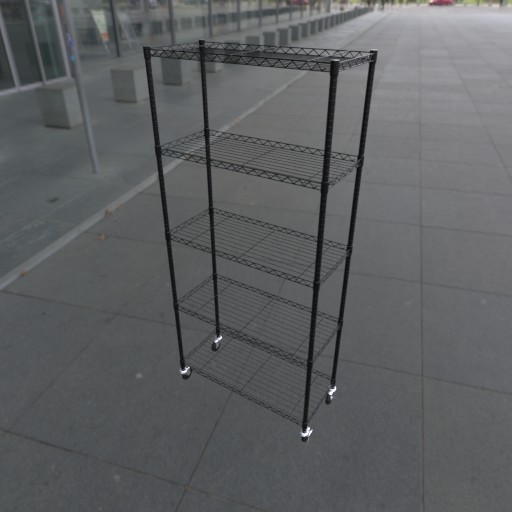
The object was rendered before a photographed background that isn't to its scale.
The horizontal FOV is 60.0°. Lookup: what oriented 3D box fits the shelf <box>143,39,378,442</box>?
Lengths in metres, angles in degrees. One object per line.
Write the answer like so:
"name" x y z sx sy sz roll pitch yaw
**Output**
"shelf" 0.000 0.000 1.926 0.762 1.645 0.356 18 35 28
